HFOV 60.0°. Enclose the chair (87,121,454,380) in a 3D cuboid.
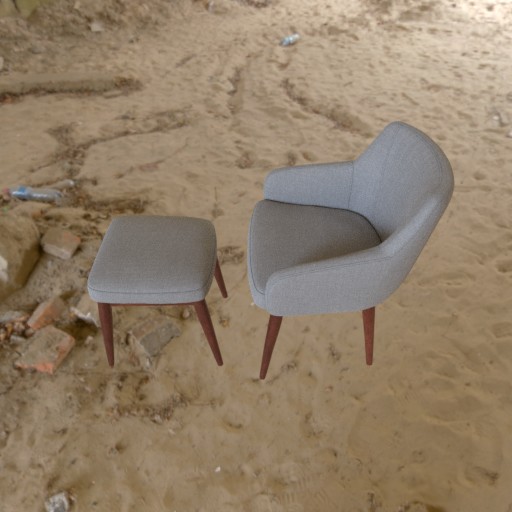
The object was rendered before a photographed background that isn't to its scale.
[{"bbox_3d":[0.000,0.000,1.538,1.107,0.799,0.584,0,42,0],"label":"chair"}]
